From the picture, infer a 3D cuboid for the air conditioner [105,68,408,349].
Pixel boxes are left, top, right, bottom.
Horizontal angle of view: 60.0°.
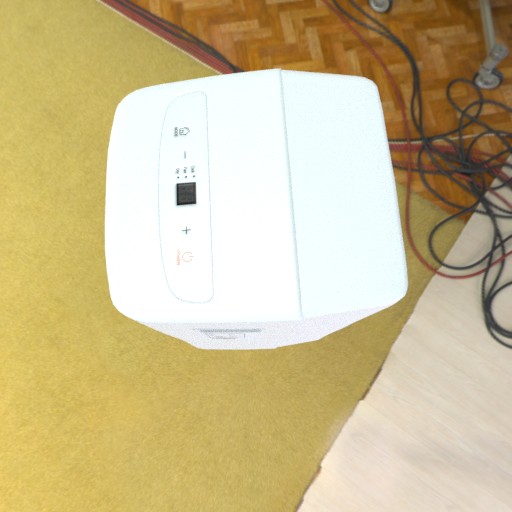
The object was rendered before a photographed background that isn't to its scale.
[{"bbox_3d":[0.000,0.000,0.783,0.349,0.606,0.304,-3,75,-1],"label":"air conditioner"}]
